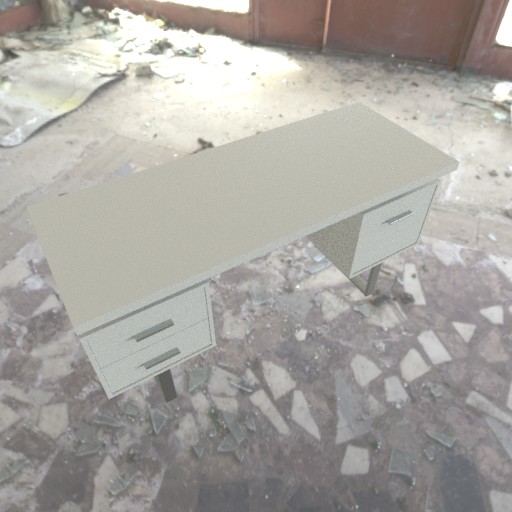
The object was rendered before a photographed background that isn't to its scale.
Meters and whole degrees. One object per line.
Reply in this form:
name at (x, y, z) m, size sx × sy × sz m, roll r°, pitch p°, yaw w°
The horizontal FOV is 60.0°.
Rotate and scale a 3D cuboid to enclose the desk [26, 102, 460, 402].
desk at (0.000, 0.000, 1.929) m, size 1.530 × 0.773 × 0.603 m, roll -24°, pitch 50°, yaw -22°
